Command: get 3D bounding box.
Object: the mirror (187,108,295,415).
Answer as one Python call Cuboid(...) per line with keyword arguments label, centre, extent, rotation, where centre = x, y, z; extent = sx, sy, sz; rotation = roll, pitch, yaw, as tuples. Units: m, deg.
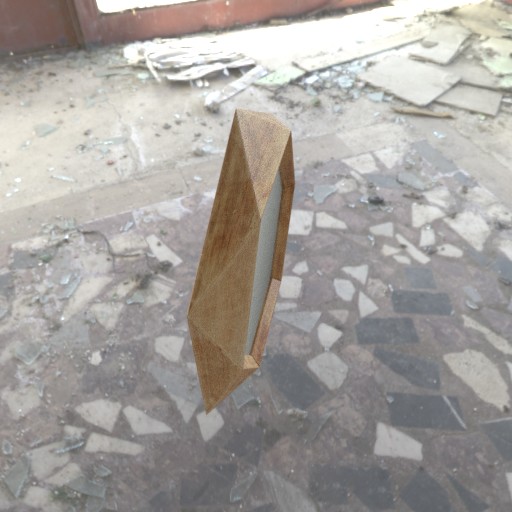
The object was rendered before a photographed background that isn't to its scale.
Cuboid(label="mirror", centre=(0.000, 0.000, 1.096), extent=(0.091, 0.779, 0.675), rotation=(10, 48, 9))
